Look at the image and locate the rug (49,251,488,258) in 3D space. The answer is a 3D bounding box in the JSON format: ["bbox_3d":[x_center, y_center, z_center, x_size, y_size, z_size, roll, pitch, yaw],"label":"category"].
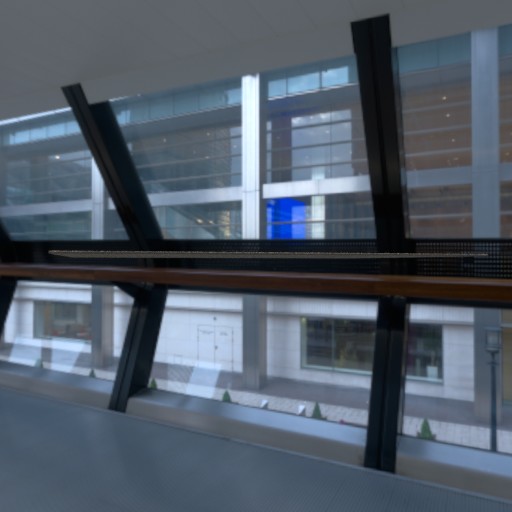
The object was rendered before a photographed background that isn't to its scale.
[{"bbox_3d":[0.000,0.000,2.235,1.783,0.008,1.175,0,-1,-19],"label":"rug"}]
